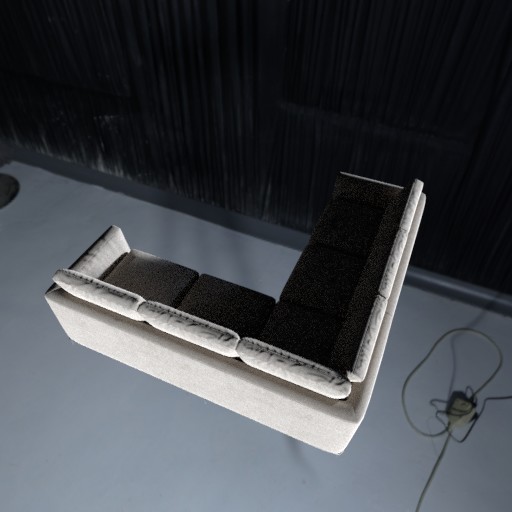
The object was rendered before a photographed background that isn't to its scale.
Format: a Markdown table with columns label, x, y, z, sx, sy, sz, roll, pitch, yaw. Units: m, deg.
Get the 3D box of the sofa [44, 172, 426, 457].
| label | x | y | z | sx | sy | sz | roll | pitch | yaw |
| --- | --- | --- | --- | --- | --- | --- | --- | --- | --- |
| sofa | 0.000 | 0.000 | 3.843 | 2.438 | 0.864 | 2.438 | 18 | 49 | 16 |
